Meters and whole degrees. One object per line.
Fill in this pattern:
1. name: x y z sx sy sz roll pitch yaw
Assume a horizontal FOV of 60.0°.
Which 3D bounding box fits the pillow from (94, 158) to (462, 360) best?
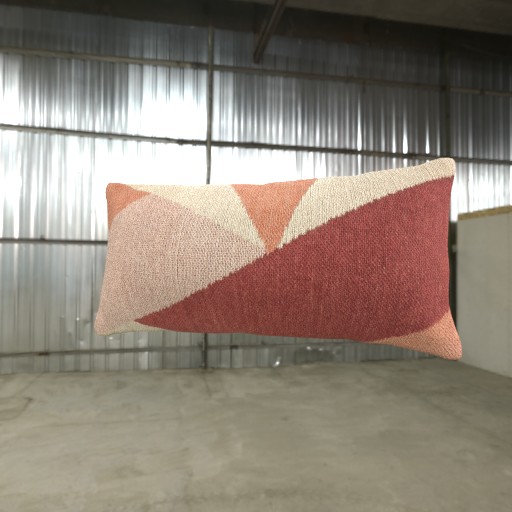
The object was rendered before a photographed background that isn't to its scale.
1. pillow: 0.000 0.000 0.725 0.609 0.292 0.155 0 -1 17
